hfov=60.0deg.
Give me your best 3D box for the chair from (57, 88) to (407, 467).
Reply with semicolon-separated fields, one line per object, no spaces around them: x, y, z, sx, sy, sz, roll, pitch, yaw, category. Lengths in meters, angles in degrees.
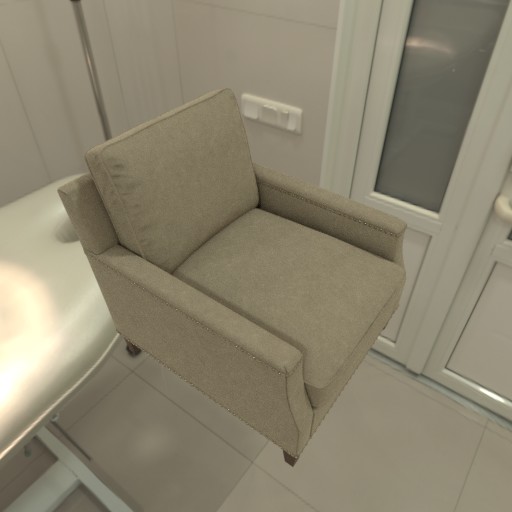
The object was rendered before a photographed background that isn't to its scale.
0.000;0.000;1.696;1.014;0.943;0.853;26;48;26;chair
